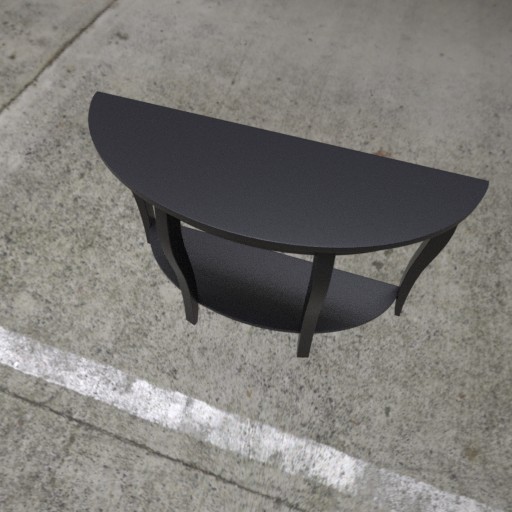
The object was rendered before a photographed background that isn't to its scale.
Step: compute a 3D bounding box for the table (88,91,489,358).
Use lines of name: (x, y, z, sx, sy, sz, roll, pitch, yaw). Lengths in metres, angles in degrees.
table: (0.000, 0.000, 1.549, 1.219, 0.780, 0.394, 16, 58, 10)
